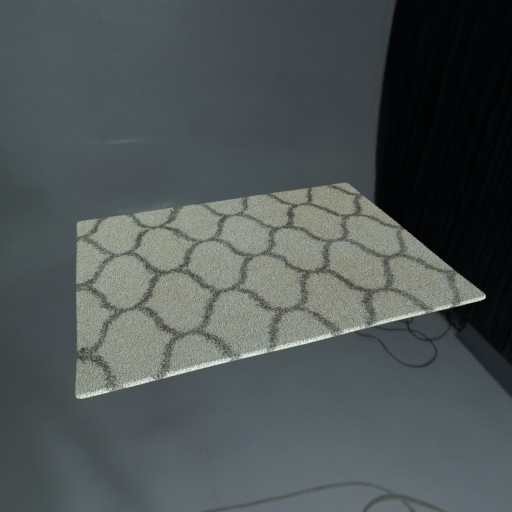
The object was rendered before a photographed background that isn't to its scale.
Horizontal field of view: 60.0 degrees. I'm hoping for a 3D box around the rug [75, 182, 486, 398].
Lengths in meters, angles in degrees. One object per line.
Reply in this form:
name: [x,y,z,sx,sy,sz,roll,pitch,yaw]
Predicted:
rug: [0.000,0.000,2.083,1.600,0.025,1.200,-10,35,-15]
